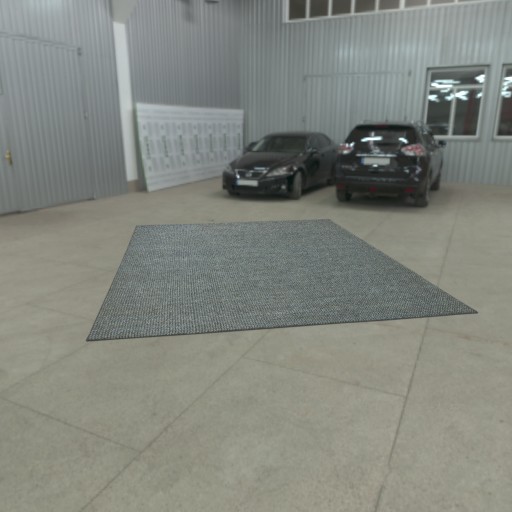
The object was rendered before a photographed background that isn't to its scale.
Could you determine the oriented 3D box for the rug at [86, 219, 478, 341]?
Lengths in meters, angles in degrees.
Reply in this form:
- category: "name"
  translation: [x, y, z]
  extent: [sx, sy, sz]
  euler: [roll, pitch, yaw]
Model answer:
- category: "rug"
  translation: [0.000, 0.000, 4.139]
  extent: [2.456, 0.021, 3.068]
  euler: [-3, 17, -9]
